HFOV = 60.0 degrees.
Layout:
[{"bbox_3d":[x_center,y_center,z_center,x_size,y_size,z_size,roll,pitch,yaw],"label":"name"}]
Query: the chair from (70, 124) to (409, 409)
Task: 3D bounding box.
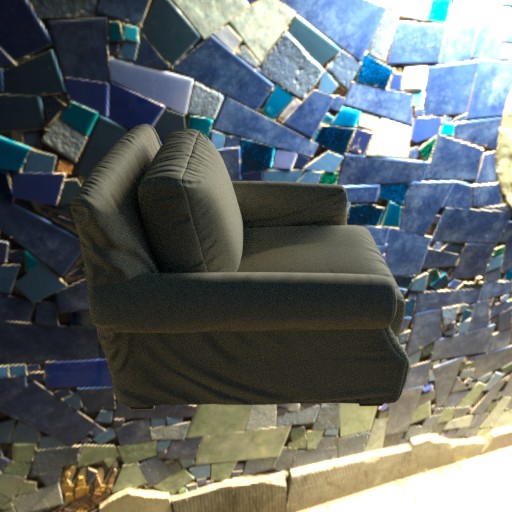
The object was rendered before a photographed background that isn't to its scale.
[{"bbox_3d":[0.000,0.000,1.733,1.066,0.866,0.940,-1,31,-1],"label":"chair"}]
